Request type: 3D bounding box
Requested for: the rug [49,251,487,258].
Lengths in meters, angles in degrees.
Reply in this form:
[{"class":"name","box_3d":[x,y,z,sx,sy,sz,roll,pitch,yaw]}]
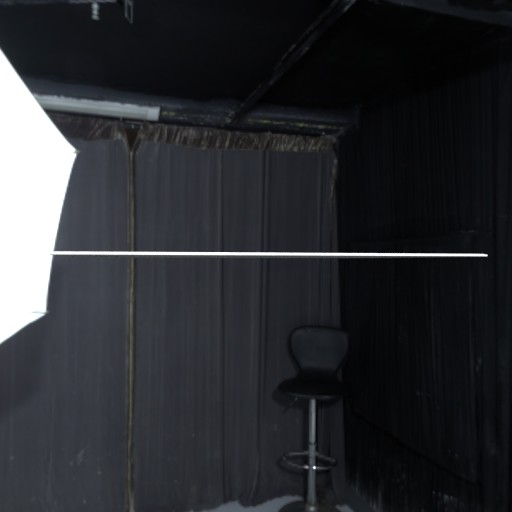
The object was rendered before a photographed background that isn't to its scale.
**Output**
[{"class":"rug","box_3d":[0.000,0.000,3.469,2.746,0.018,1.819,0,-1,-18]}]
